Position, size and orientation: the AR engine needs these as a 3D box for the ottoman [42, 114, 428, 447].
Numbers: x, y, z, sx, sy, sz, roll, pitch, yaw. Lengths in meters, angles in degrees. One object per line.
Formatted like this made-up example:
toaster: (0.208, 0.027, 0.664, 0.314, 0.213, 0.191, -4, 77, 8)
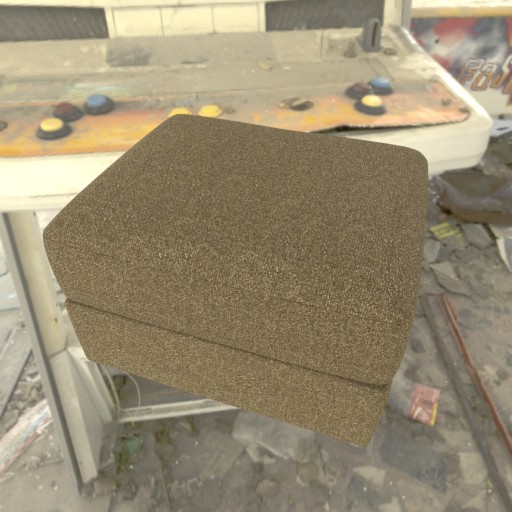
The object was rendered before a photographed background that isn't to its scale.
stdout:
ottoman: (0.000, 0.000, 1.095, 0.742, 0.476, 0.598, 13, 43, 14)
